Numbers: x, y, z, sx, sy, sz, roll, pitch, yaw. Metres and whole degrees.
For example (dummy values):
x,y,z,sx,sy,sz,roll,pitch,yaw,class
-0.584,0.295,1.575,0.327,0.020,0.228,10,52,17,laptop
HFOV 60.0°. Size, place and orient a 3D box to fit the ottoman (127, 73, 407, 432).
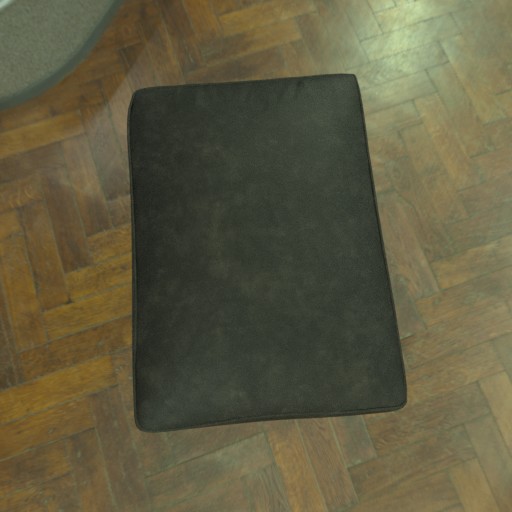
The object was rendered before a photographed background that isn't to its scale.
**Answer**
x,y,z,sx,sy,sz,roll,pitch,yaw,class
0.000,0.000,0.975,0.501,0.413,0.665,-5,76,-1,ottoman
